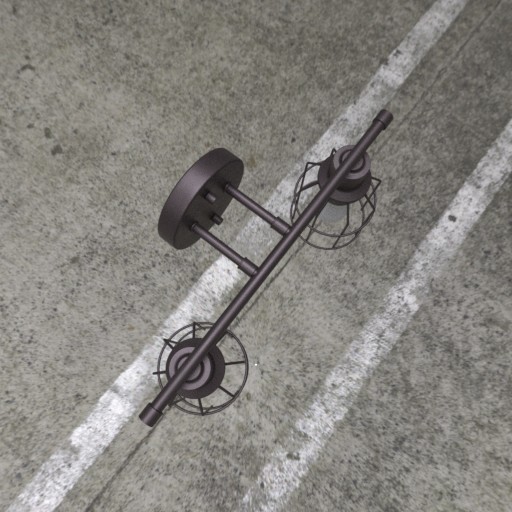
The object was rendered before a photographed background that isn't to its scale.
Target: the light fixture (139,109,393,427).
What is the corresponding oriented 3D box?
[{"bbox_3d":[0.000,0.000,0.525,0.165,0.254,0.406,37,79,8],"label":"light fixture"}]
